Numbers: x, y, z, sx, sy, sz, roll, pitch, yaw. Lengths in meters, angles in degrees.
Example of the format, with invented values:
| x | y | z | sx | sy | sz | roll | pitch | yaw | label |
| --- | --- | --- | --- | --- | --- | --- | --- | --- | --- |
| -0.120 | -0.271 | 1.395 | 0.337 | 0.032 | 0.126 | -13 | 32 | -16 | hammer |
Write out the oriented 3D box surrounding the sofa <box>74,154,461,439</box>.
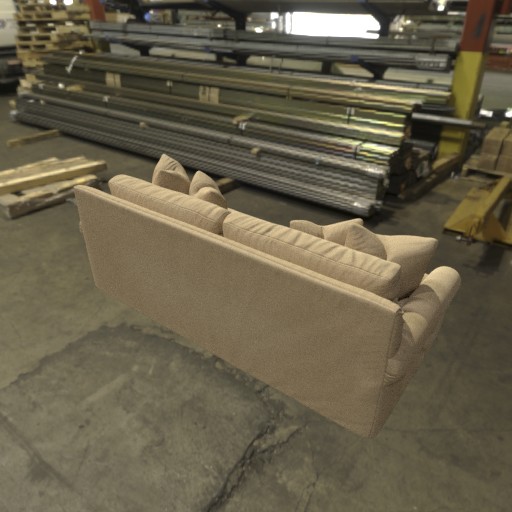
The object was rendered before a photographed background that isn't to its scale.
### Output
| x | y | z | sx | sy | sz | roll | pitch | yaw | label |
| --- | --- | --- | --- | --- | --- | --- | --- | --- | --- |
| 0.000 | 0.000 | 2.811 | 2.285 | 0.904 | 1.067 | 21 | 37 | 31 | sofa |
